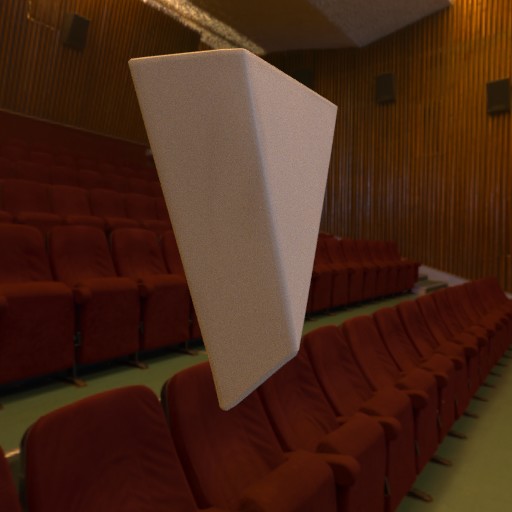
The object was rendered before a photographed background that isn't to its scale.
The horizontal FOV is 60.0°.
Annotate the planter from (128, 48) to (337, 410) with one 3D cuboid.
[{"bbox_3d":[0.000,0.000,0.268,0.060,0.197,0.150,0,1,35],"label":"planter"}]
